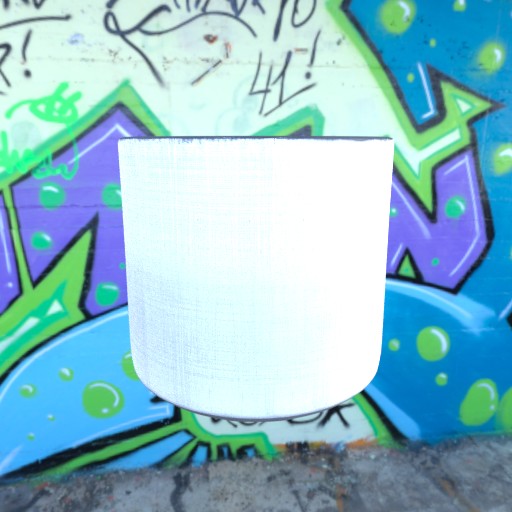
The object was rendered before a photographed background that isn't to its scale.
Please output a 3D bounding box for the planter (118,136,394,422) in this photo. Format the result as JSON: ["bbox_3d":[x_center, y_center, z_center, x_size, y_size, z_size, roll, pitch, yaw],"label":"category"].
[{"bbox_3d":[0.000,0.000,0.388,0.221,0.201,0.221,0,15,0],"label":"planter"}]
